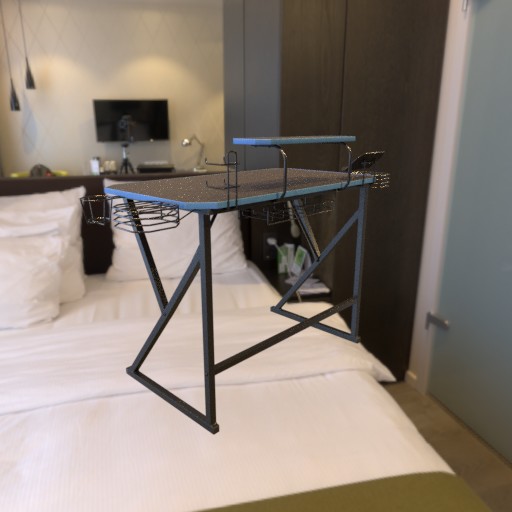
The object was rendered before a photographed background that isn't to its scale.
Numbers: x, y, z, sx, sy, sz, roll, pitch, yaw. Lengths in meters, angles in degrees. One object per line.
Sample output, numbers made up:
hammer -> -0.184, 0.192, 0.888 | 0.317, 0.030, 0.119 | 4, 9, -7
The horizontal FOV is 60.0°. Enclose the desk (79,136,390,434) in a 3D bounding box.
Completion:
desk -> 0.000, 0.000, 1.747 | 0.594, 0.909, 1.295 | 15, 22, 42
